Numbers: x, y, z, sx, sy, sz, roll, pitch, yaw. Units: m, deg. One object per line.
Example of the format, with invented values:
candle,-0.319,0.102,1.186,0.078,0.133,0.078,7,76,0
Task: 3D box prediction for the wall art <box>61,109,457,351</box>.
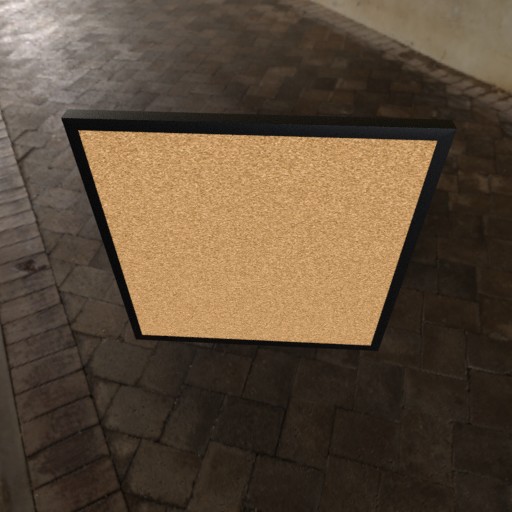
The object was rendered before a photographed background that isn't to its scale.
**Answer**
wall art,0.000,0.000,1.126,0.756,0.755,0.036,2,45,2
